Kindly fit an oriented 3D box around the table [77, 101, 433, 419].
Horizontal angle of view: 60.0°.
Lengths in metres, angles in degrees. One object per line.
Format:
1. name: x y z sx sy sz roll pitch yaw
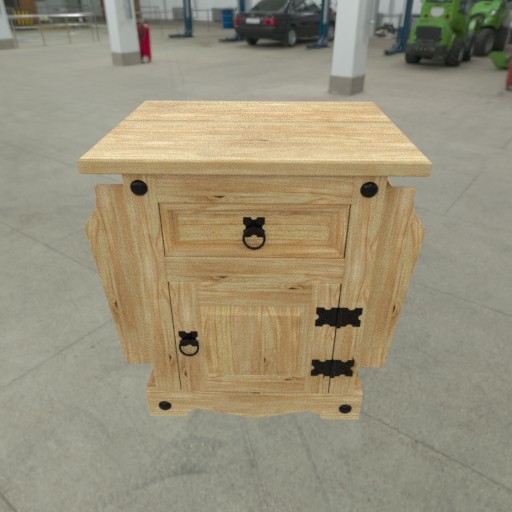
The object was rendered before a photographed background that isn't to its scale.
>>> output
1. table: 0.000 0.000 0.877 0.530 0.515 0.380 1 31 1
